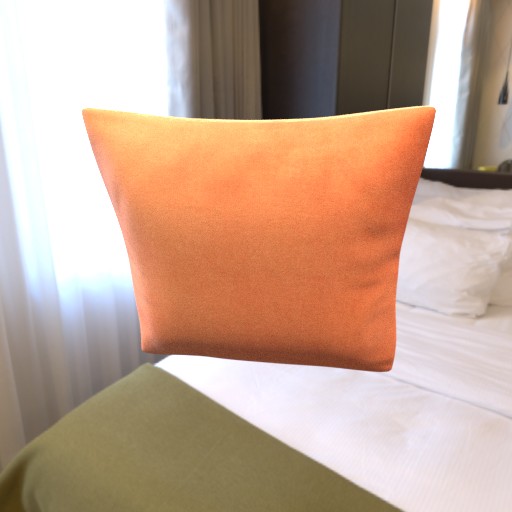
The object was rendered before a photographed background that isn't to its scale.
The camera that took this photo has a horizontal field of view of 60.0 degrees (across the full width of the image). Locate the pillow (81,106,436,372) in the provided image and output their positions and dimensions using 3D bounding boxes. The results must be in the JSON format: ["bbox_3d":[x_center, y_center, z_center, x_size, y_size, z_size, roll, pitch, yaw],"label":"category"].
[{"bbox_3d":[0.000,0.000,0.633,0.424,0.401,0.177,3,17,8],"label":"pillow"}]
